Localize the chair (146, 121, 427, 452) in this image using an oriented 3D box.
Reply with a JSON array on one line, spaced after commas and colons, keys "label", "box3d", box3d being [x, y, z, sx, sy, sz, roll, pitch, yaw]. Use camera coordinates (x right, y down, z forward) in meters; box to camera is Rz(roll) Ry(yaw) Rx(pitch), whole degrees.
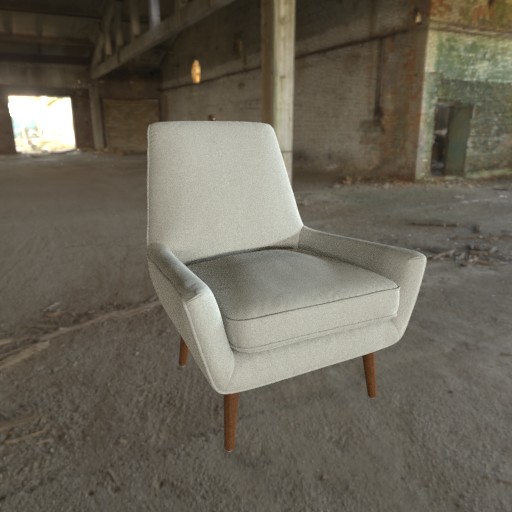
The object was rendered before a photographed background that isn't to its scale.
[{"label": "chair", "box3d": [0.000, 0.000, 1.510, 0.787, 0.888, 0.822, -9, 18, -27]}]
